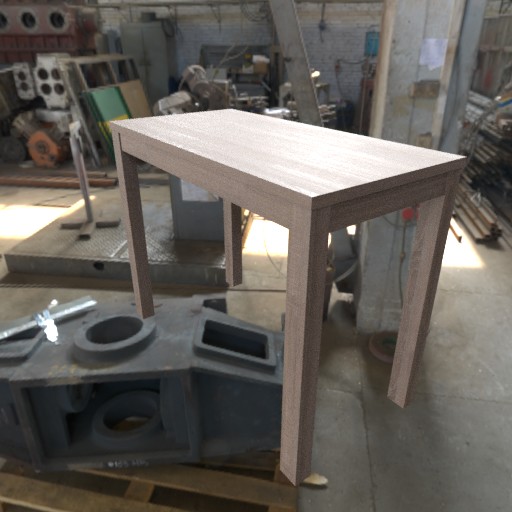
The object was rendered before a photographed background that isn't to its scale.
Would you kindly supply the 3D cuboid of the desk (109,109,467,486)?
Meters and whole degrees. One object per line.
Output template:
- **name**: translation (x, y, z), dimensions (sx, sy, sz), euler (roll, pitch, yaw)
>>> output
- **desk**: translation (0.000, 0.000, 1.431), dimensions (0.495, 0.762, 0.991), euler (-18, 31, -32)
